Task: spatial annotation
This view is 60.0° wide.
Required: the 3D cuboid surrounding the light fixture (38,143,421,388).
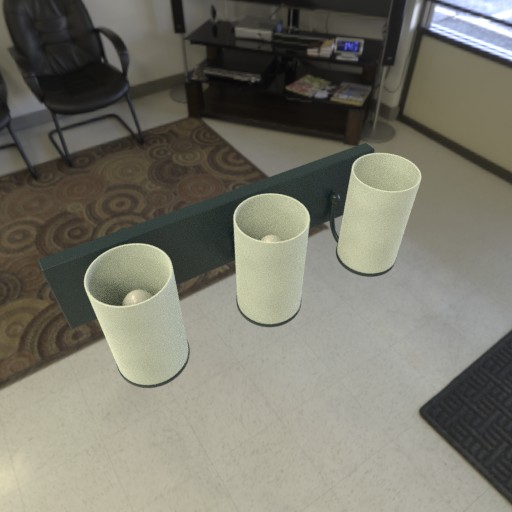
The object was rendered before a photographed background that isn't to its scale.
[{"bbox_3d":[0.000,0.000,0.541,0.451,0.172,0.145,-23,50,-21],"label":"light fixture"}]
